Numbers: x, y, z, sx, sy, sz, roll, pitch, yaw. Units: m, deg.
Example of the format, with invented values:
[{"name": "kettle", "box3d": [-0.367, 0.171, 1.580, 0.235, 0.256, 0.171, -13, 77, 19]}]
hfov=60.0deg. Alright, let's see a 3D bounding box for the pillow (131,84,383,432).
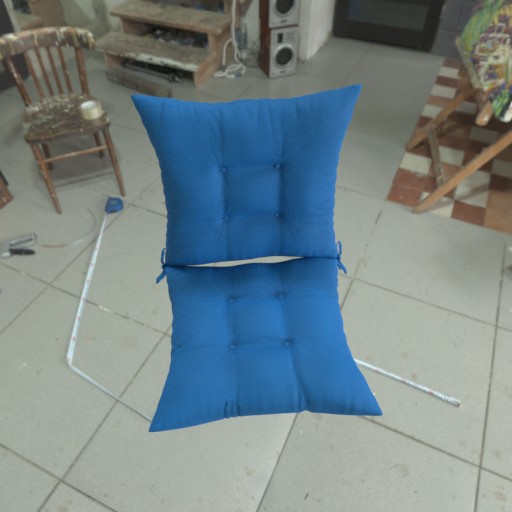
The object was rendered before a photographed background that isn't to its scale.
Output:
[{"name": "pillow", "box3d": [0.000, 0.000, 0.985, 0.541, 0.536, 0.585, -3, 47, -3]}]
